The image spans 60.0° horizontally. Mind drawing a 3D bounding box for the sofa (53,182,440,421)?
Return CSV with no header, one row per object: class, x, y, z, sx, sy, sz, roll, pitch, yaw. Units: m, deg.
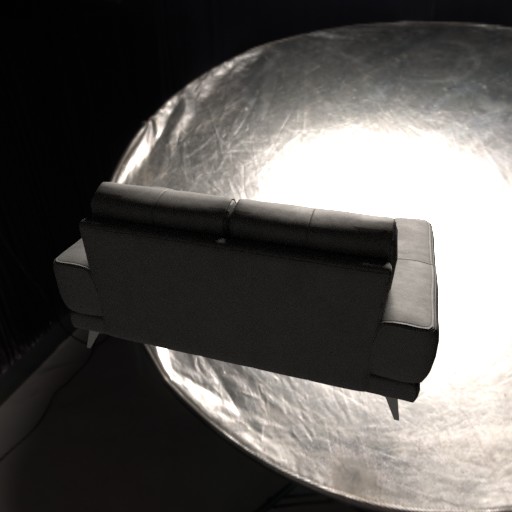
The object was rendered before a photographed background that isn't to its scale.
sofa,0.000,0.000,2.352,1.806,0.907,1.018,9,32,14
